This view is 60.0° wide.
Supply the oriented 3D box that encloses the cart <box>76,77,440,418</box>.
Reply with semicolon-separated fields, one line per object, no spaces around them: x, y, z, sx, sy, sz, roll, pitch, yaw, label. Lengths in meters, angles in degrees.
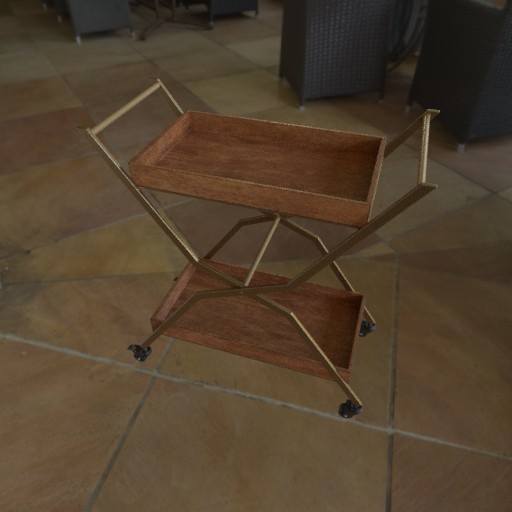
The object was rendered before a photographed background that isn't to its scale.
0.000;0.000;1.345;0.836;0.869;0.405;12;42;14;cart
